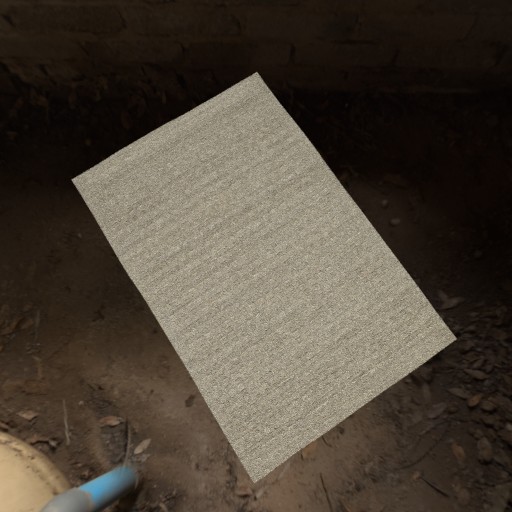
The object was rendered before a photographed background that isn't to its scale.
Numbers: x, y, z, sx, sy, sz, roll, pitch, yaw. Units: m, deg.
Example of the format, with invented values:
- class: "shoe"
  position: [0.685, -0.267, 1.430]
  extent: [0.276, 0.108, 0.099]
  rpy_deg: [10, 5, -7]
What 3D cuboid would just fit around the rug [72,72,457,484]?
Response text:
- class: "rug"
  position: [0.000, 0.000, 2.920]
  extent: [1.532, 0.018, 2.297]
  rpy_deg: [-33, 79, -7]
